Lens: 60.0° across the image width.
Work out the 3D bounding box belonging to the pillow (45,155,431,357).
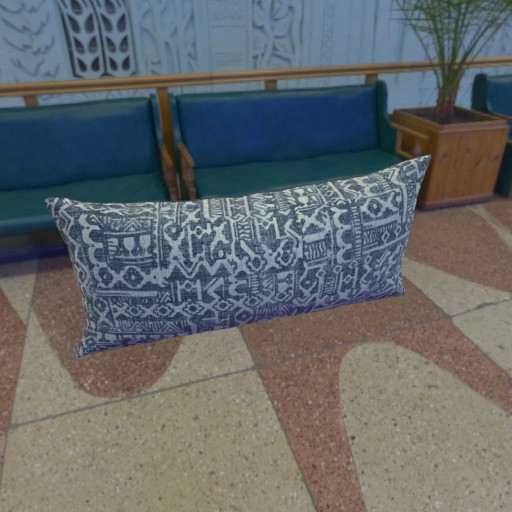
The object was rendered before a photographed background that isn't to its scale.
[{"bbox_3d":[0.000,0.000,0.747,0.631,0.292,0.148,-9,33,-14],"label":"pillow"}]
